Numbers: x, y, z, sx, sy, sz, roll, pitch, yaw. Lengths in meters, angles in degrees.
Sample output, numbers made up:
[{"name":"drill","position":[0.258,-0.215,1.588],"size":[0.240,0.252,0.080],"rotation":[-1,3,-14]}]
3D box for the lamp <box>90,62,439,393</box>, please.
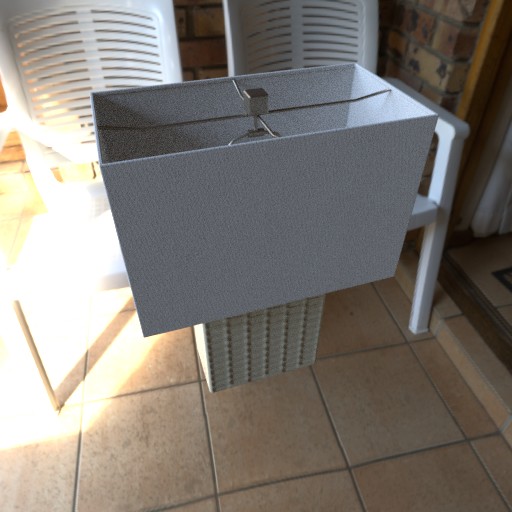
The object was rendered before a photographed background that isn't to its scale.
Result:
[{"name":"lamp","position":[0.000,0.000,0.696],"size":[0.380,0.515,0.200],"rotation":[-12,42,-14]}]
